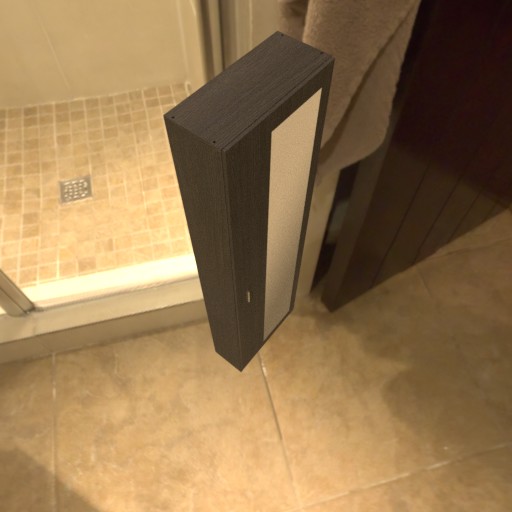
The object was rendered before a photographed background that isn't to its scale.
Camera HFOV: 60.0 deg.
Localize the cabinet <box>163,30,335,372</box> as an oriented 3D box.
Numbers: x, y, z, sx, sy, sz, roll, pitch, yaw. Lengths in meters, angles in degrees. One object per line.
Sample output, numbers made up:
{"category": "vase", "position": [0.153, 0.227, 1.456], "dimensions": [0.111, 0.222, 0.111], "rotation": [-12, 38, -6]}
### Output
{"category": "cabinet", "position": [0.000, 0.000, 1.998], "dimensions": [0.230, 1.790, 0.500], "rotation": [34, 64, 20]}
